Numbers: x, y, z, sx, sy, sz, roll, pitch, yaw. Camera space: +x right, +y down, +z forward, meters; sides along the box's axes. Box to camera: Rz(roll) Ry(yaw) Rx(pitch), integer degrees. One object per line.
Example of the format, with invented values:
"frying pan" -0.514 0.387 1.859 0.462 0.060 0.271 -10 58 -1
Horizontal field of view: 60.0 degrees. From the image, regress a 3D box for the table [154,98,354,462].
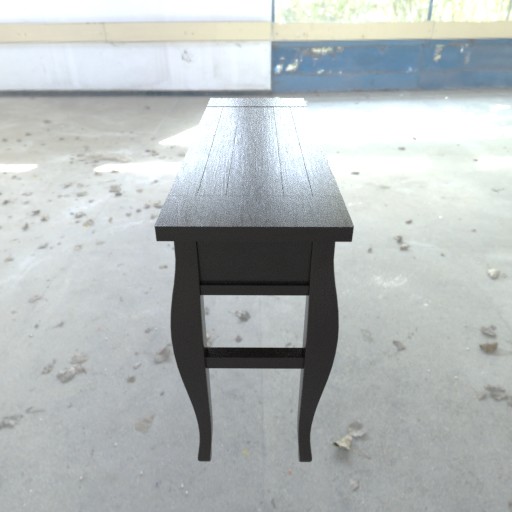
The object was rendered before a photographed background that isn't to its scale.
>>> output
"table" 0.000 0.000 1.442 0.373 0.768 1.062 0 31 0
